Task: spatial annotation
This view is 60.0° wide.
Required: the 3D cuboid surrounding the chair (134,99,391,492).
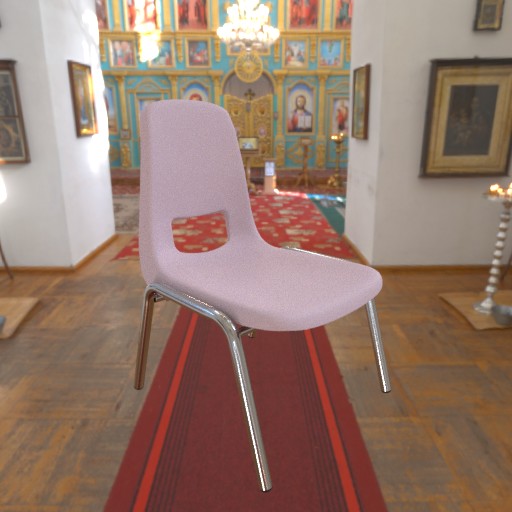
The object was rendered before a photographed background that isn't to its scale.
[{"bbox_3d":[0.000,0.000,0.781,0.385,0.536,0.354,15,22,42],"label":"chair"}]
